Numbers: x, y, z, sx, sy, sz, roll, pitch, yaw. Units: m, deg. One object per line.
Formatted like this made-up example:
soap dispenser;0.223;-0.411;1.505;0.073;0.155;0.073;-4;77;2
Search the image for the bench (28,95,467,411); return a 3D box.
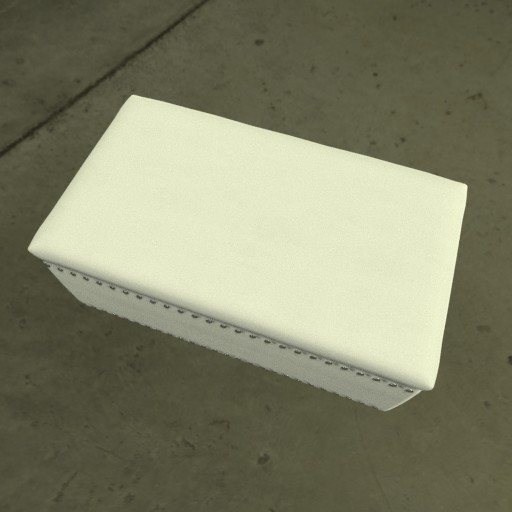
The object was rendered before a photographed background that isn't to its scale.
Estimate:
bench;0.000;0.000;1.173;0.887;0.449;0.500;18;64;9
